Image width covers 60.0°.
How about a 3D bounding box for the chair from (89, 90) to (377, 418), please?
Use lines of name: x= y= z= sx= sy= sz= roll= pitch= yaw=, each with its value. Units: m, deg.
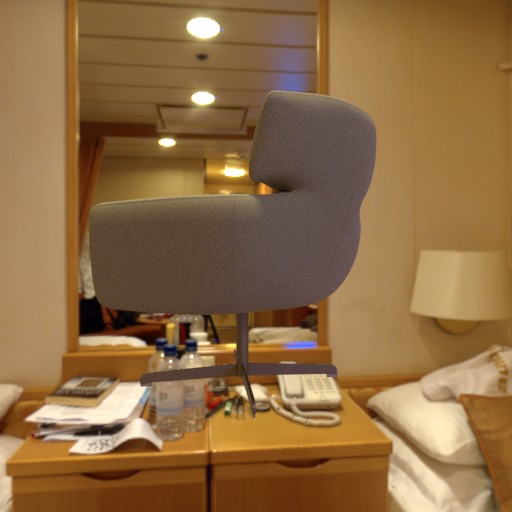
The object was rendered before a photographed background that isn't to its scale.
chair: x=0.000 y=0.000 z=1.397 sx=0.730 sy=0.810 sz=0.760 roll=0 pitch=0 yaw=37
